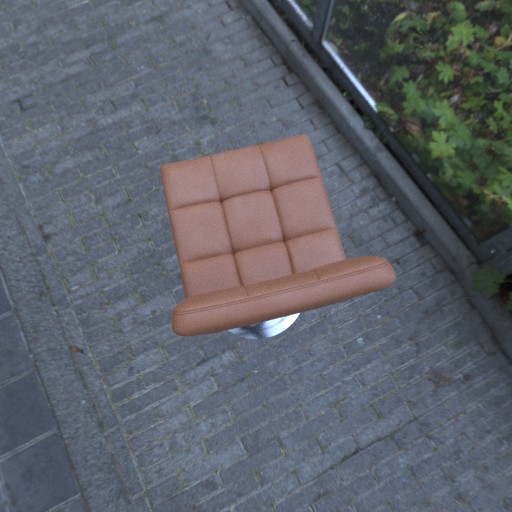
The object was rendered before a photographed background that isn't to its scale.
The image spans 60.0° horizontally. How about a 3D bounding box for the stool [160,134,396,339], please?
[{"bbox_3d":[0.000,0.000,1.364,0.430,1.115,0.505,-13,76,-3],"label":"stool"}]
